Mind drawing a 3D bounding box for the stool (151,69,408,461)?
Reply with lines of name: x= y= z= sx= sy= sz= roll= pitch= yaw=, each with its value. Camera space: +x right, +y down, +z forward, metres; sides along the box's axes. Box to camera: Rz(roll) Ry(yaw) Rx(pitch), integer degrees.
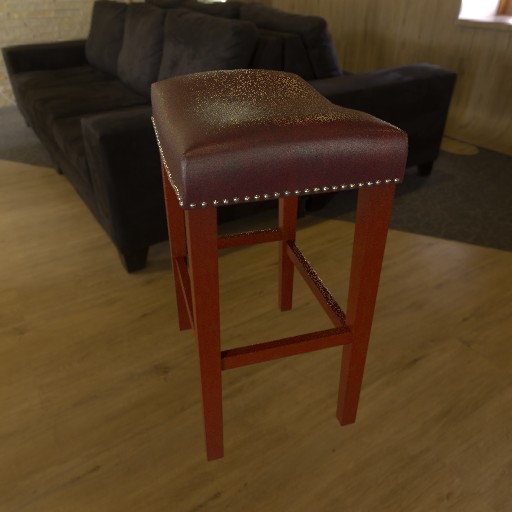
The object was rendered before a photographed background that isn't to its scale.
stool: x=0.000 y=0.000 z=1.032 sx=0.372 sy=0.742 sz=0.504 roll=-9 pitch=34 yaw=-14
